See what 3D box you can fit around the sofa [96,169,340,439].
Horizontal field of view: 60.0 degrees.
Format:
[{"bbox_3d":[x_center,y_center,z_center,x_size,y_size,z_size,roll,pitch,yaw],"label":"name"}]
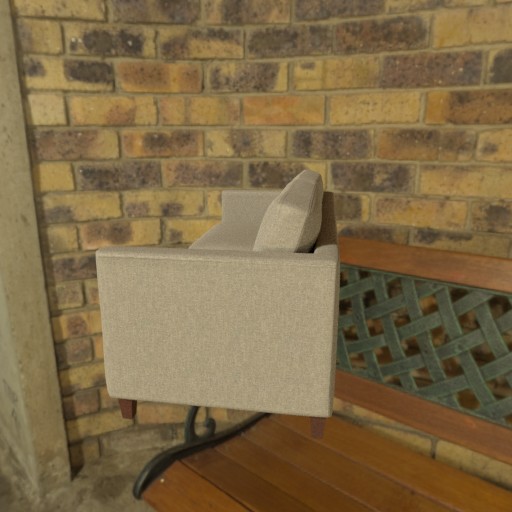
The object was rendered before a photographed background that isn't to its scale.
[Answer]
[{"bbox_3d":[0.000,0.000,2.717,0.956,0.963,2.208,2,15,9],"label":"sofa"}]
